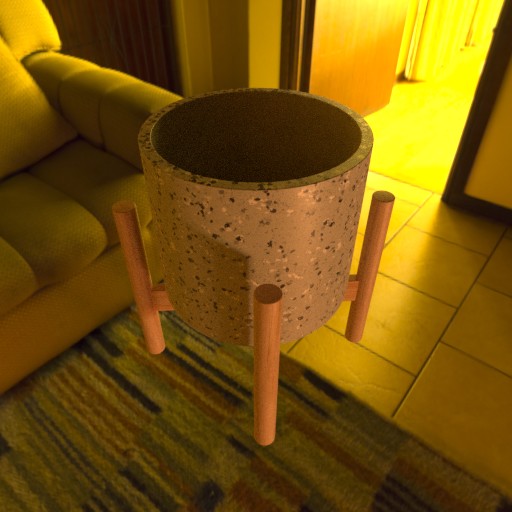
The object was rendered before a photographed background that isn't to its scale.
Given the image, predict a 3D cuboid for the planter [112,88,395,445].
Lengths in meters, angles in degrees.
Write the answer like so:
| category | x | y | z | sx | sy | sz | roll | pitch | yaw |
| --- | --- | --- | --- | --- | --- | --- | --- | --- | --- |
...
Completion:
| category | x | y | z | sx | sy | sz | roll | pitch | yaw |
| --- | --- | --- | --- | --- | --- | --- | --- | --- | --- |
| planter | 0.000 | 0.000 | 0.529 | 0.284 | 0.320 | 0.284 | 12 | 42 | 14 |
